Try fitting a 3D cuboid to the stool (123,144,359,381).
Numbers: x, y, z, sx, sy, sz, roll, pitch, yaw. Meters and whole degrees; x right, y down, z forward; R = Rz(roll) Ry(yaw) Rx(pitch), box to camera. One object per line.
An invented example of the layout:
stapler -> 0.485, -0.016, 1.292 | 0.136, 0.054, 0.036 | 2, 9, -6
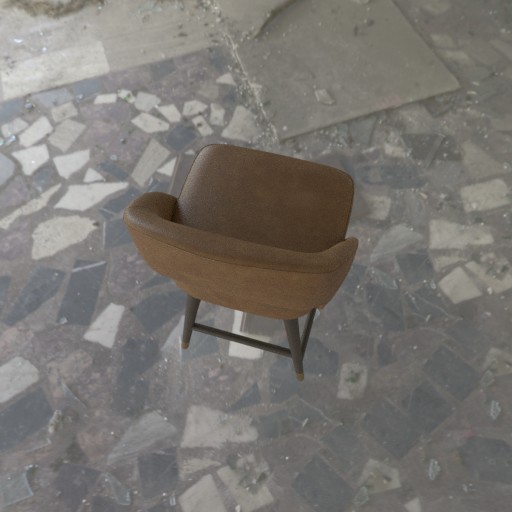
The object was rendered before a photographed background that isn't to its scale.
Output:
stool -> 0.000, 0.000, 1.240 | 0.494, 0.940, 0.509 | 14, 64, 7
